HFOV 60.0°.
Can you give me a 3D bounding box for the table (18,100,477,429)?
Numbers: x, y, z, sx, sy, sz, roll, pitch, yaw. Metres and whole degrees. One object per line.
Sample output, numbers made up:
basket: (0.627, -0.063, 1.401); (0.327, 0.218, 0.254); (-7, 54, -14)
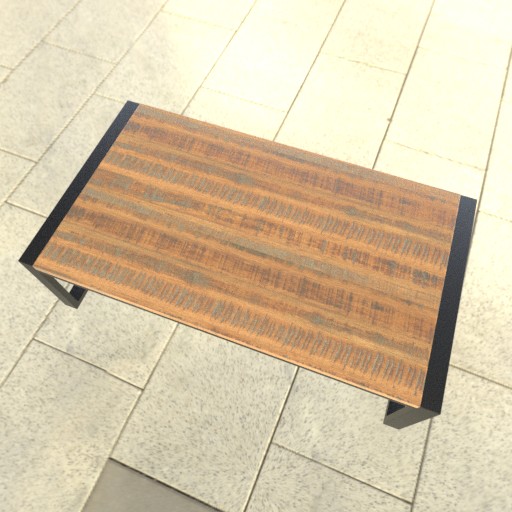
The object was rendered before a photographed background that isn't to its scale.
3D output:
table: (0.000, 0.000, 1.650); (1.350, 0.400, 0.750); (18, 65, 9)
